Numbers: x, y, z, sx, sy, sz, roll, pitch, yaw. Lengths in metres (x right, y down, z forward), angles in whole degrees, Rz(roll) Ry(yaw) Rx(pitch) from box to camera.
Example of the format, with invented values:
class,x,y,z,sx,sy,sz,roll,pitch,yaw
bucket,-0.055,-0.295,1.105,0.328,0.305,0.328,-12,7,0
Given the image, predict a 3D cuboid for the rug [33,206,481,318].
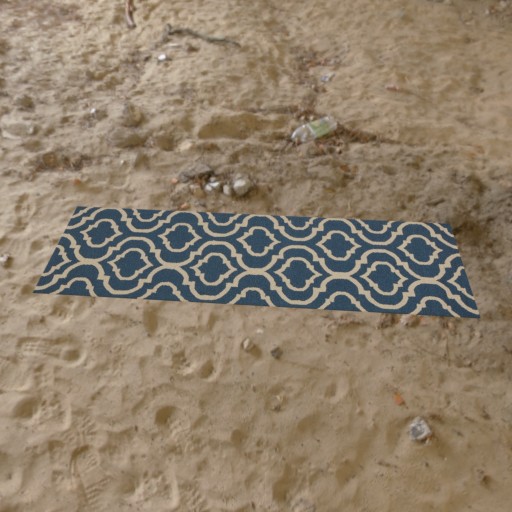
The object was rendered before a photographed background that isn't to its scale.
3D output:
class,x,y,z,sx,sy,sz,roll,pitch,yaw
rug,0.000,0.000,2.499,2.296,0.006,0.685,3,48,3
